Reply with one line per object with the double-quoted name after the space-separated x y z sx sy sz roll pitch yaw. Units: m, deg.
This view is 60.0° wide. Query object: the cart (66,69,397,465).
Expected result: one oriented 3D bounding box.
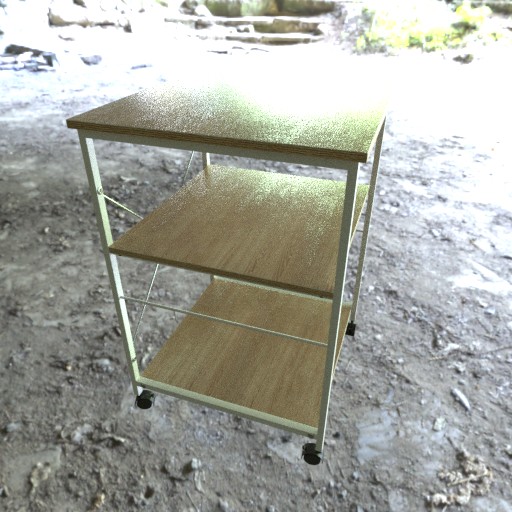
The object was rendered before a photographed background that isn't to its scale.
0.000 0.000 1.109 0.520 0.762 0.521 11 34 16 "cart"
